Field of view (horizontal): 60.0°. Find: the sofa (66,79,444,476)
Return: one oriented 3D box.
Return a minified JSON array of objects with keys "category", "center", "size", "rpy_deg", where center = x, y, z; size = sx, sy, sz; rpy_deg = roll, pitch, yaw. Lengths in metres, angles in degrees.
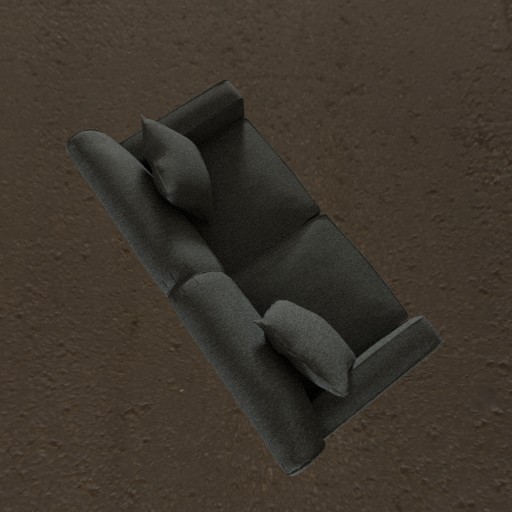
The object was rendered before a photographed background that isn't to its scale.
[{"category":"sofa","center":[0.000,0.000,2.404],"size":[0.998,0.958,1.846],"rpy_deg":[-35,77,-9]}]
